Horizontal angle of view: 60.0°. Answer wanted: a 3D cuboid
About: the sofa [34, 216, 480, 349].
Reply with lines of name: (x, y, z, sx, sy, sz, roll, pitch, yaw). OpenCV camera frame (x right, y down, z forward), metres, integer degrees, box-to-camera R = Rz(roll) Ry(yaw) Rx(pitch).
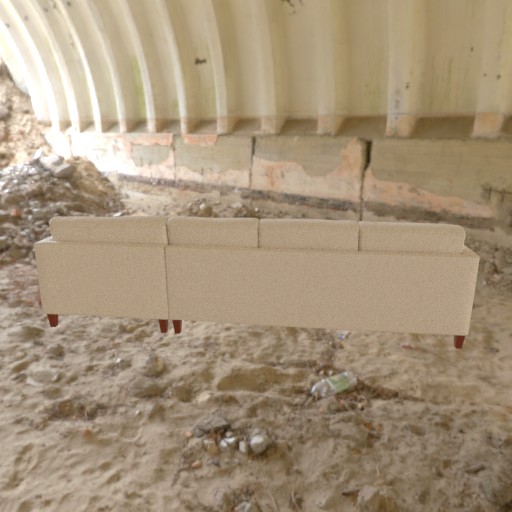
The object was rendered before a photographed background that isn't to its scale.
sofa: (0.000, 0.000, 4.203, 3.471, 0.954, 1.606, 2, 16, 7)
